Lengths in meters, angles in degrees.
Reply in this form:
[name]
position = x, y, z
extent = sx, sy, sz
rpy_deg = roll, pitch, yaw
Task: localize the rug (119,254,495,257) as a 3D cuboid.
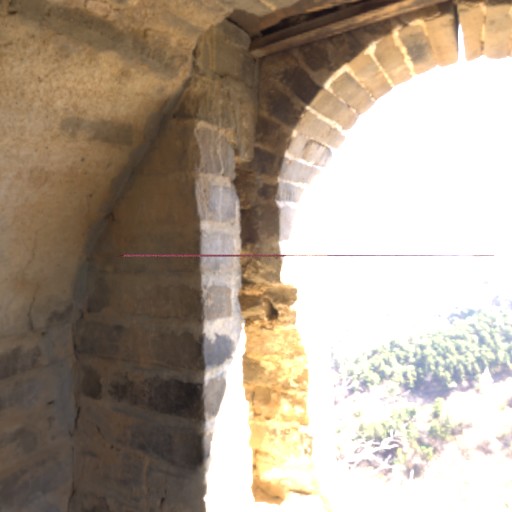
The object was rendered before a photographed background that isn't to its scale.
[rug]
position = 0.000, 0.000, 3.896
extent = 2.300, 0.012, 2.929
rpy_deg = 0, 0, -18
